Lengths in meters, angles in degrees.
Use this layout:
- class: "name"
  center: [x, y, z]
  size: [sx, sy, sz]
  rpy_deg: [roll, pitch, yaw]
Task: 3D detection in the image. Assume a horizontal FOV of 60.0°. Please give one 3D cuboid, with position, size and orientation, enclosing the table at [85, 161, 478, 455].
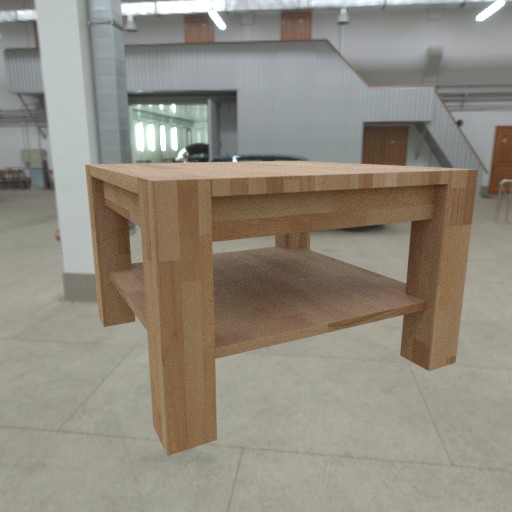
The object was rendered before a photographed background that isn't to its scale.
- class: "table"
  center: [0.000, 0.000, 1.138]
  size: [0.700, 0.451, 0.700]
  rpy_deg: [-7, 16, -27]
